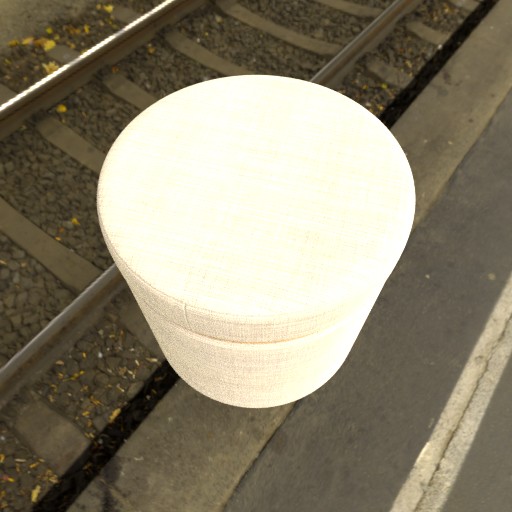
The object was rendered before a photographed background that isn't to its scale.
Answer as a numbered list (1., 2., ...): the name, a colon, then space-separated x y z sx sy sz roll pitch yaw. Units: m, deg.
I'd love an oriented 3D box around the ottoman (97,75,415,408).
1. ottoman: 0.000 0.000 0.721 0.400 0.406 0.400 0 58 0
